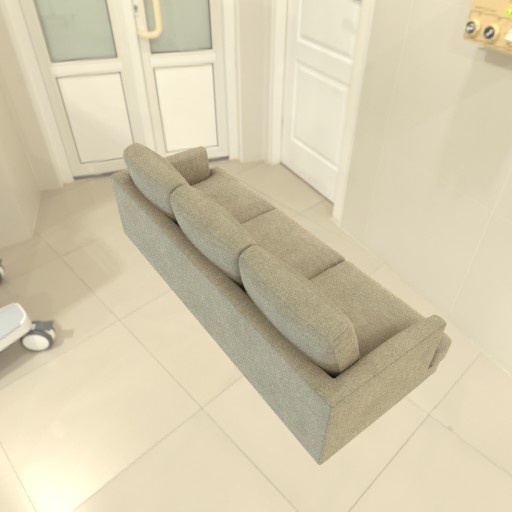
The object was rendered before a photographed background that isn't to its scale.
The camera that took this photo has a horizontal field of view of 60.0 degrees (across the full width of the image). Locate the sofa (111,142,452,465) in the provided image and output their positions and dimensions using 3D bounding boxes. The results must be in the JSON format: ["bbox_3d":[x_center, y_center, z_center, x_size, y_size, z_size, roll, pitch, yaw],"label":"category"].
[{"bbox_3d":[0.000,0.000,2.742,0.903,0.930,2.246,-26,47,-27],"label":"sofa"}]
